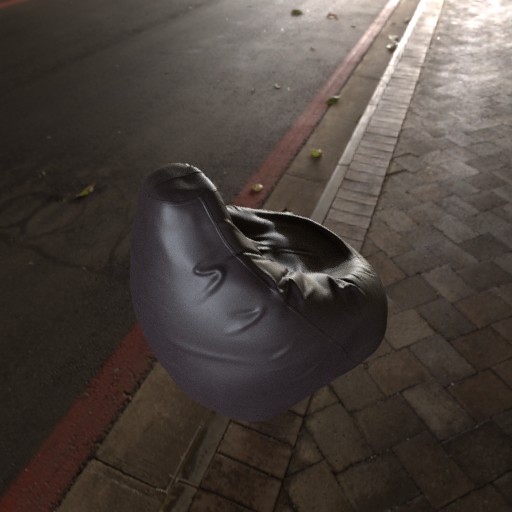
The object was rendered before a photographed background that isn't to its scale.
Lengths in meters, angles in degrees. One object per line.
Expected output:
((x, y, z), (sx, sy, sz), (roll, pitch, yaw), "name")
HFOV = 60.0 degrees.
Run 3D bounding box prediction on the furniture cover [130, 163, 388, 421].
((0.000, 0.000, 1.886), (1.070, 0.990, 1.070), (-25, 47, -27), "furniture cover")
